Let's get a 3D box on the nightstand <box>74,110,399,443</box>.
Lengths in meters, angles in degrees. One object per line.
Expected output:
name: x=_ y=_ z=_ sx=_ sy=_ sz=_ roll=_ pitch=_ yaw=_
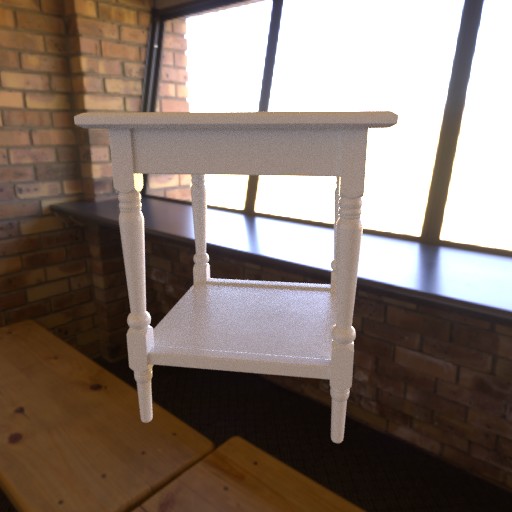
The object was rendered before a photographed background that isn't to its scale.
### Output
nightstand: x=0.000 y=0.000 z=0.927 sx=0.459 sy=0.555 sz=0.505 roll=3 pitch=16 yaw=9
